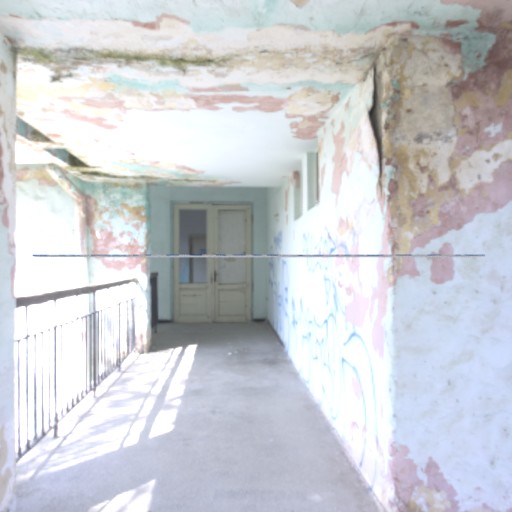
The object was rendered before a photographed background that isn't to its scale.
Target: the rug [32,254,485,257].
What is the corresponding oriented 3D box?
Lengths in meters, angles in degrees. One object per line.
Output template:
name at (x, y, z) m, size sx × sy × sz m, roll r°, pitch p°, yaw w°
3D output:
rug at (0.000, 0.000, 2.380) m, size 1.830 × 0.011 × 1.209 m, roll 0°, pitch 0°, yaw -2°
